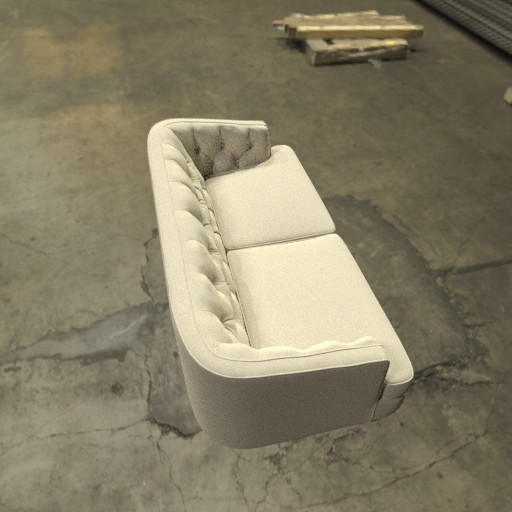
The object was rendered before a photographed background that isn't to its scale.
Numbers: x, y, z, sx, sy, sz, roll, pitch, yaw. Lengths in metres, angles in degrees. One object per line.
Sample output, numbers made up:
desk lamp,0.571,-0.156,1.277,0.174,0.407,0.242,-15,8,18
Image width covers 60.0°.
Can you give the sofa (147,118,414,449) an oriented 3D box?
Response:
sofa,0.000,0.000,2.290,0.941,0.855,1.733,-10,47,-10
